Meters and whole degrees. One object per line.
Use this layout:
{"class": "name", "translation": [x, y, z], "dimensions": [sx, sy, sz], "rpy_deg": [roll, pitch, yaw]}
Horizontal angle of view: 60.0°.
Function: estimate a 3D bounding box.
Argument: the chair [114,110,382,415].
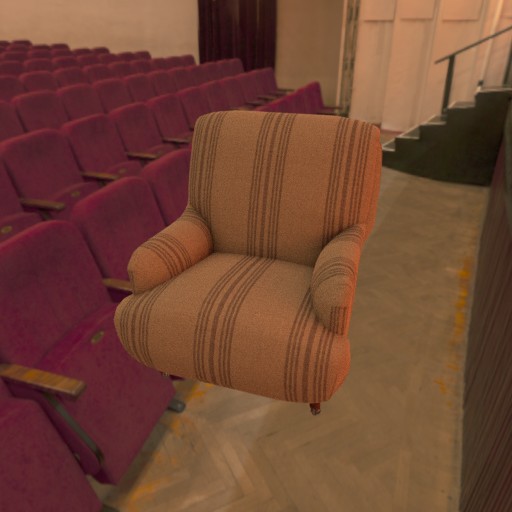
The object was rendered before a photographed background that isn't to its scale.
{"class": "chair", "translation": [0.000, 0.000, 1.674], "dimensions": [0.813, 0.940, 0.914], "rpy_deg": [8, 28, 16]}
